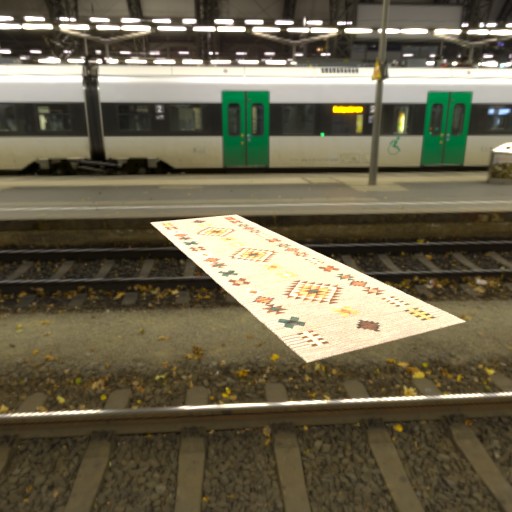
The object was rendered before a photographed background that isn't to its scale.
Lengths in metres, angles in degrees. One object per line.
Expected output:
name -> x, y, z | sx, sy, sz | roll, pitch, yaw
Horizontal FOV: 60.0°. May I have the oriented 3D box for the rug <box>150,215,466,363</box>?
rug -> 0.000, 0.000, 2.721 | 0.766, 0.008, 2.432 | -8, 18, -24
